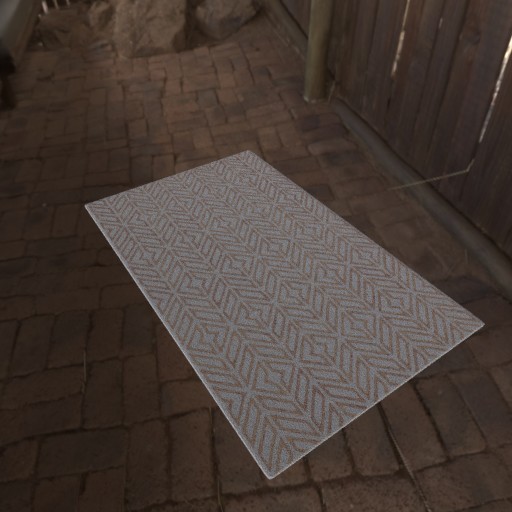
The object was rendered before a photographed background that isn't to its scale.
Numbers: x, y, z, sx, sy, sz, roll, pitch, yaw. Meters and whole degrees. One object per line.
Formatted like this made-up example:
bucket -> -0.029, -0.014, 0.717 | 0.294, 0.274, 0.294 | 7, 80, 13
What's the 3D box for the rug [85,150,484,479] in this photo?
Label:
rug -> 0.000, 0.000, 2.965 | 1.523, 0.008, 2.438 | -25, 48, -25
